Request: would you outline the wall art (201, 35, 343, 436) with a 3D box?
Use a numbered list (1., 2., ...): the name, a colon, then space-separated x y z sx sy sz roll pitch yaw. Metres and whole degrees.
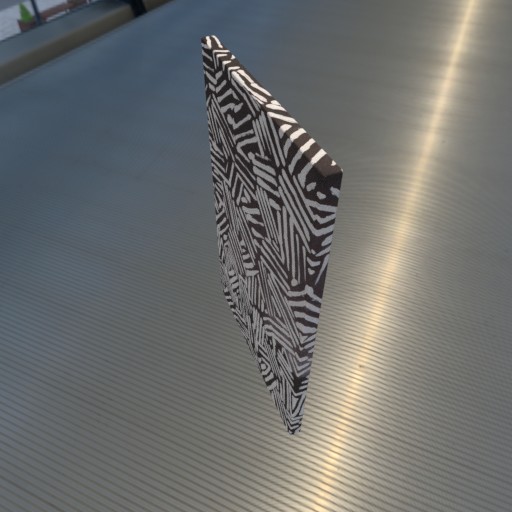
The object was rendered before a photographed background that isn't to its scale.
1. wall art: 0.000 0.000 1.183 0.035 0.918 0.615 -16 47 -15
